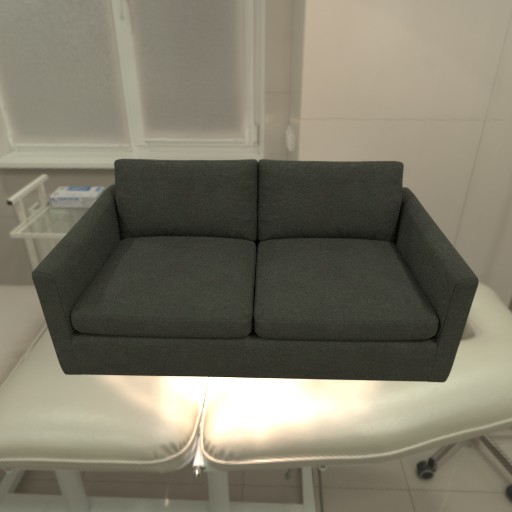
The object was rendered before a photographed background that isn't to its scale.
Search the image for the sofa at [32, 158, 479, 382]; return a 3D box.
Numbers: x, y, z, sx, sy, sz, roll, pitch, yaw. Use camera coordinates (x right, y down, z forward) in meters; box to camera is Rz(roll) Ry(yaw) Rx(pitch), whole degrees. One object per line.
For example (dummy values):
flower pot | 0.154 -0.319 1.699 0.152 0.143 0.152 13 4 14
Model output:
sofa | 0.000 0.000 2.438 1.909 0.845 1.091 1 29 1
